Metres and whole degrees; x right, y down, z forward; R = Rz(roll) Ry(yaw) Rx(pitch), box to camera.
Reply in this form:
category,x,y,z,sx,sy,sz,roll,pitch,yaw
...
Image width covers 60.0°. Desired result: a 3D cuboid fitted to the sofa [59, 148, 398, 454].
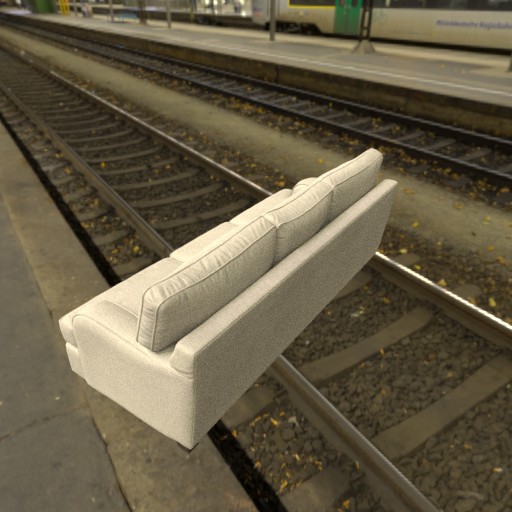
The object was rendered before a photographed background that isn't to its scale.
category,x,y,z,sx,sy,sz,roll,pitch,yaw
sofa,0.000,0.000,2.908,1.016,0.991,2.323,20,36,30
